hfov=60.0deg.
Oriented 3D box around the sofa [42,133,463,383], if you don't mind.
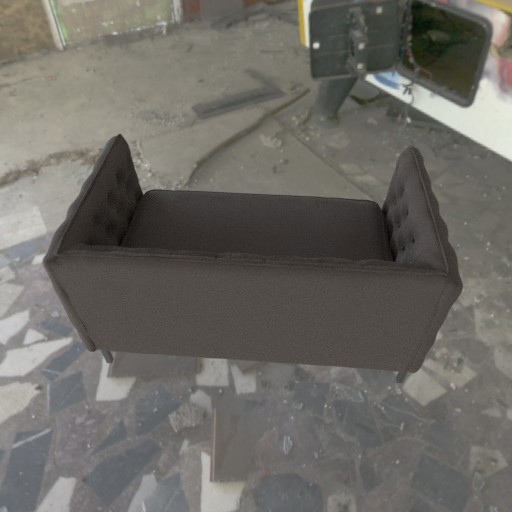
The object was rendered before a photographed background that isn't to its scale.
[{"bbox_3d":[0.000,0.000,2.175,1.583,0.810,0.909,3,47,3],"label":"sofa"}]
